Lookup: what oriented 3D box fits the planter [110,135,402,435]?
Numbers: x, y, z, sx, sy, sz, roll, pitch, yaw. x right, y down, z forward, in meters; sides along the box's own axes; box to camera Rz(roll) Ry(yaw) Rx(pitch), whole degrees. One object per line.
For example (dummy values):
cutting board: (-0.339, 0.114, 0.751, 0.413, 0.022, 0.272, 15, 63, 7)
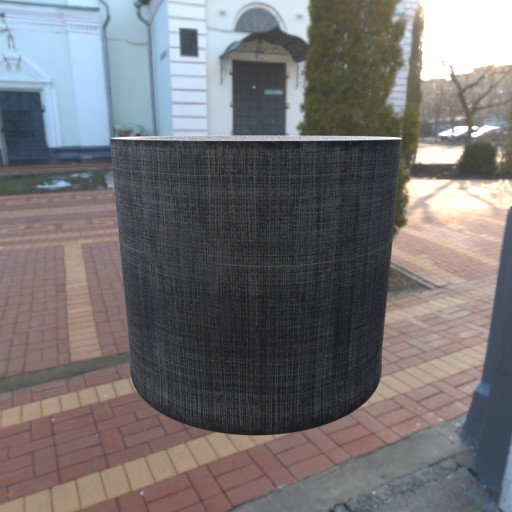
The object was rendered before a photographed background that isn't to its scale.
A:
planter: (0.000, 0.000, 0.304, 0.178, 0.157, 0.178, 0, 16, 0)
